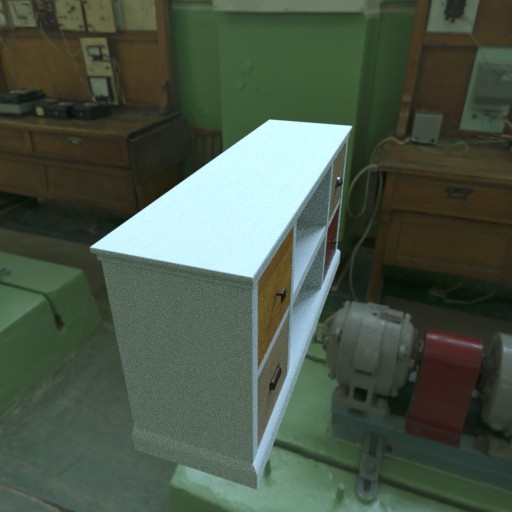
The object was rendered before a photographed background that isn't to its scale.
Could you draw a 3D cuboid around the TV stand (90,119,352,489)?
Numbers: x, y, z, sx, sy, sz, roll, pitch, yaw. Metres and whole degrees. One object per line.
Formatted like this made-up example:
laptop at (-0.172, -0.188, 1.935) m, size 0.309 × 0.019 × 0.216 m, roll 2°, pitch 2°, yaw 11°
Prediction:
TV stand at (0.000, 0.000, 1.483) m, size 0.424 × 0.624 × 1.187 m, roll 10°, pitch 31°, yaw 17°
